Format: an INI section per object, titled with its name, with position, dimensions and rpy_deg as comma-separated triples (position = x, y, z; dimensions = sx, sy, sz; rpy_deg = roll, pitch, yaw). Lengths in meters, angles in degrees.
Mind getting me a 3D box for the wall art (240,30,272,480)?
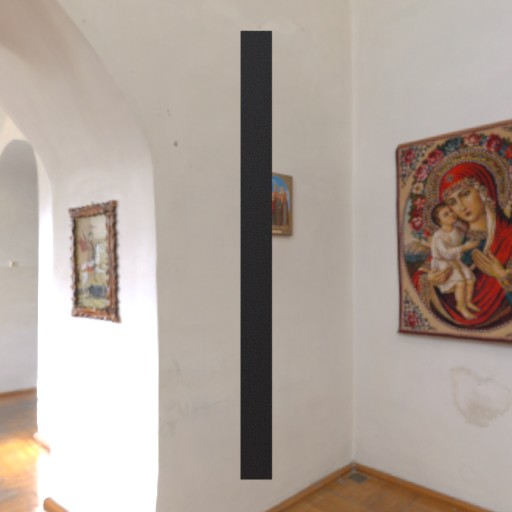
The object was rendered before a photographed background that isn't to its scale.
[wall art]
position = 0.000, 0.000, 0.750
dimensions = 0.036, 0.503, 0.506
rpy_deg = 0, 0, 0
